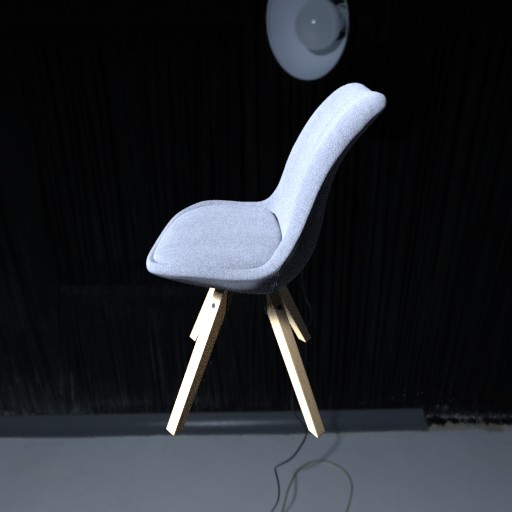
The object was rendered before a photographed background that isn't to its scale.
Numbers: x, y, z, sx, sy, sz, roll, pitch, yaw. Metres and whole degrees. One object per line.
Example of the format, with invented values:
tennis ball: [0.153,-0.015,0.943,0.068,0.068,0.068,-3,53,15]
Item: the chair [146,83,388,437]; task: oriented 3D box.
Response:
chair: [0.000,0.000,1.189,0.550,0.850,0.485,0,26,1]
